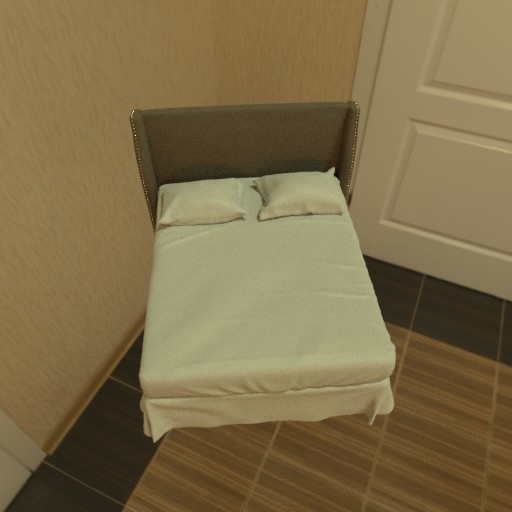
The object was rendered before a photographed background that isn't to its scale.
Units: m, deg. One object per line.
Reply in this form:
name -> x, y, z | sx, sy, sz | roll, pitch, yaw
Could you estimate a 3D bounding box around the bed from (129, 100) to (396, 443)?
bed -> 0.000, 0.000, 3.449 | 1.925, 1.332, 2.276 | -3, 48, -3
